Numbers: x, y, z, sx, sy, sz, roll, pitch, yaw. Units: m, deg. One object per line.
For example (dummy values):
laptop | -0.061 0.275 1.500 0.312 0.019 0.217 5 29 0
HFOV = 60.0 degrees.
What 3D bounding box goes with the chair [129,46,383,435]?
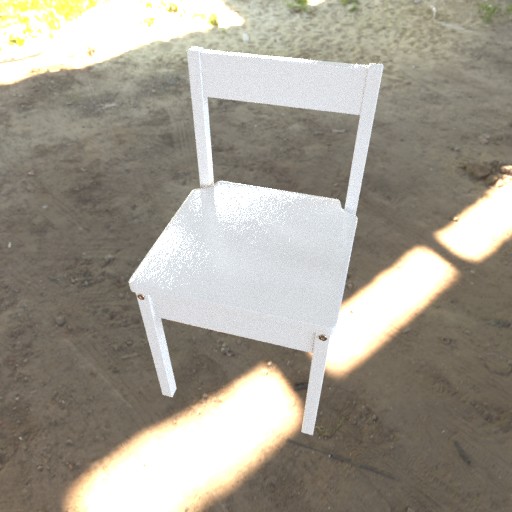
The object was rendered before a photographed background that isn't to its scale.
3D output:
chair | 0.000 0.000 0.895 0.367 0.668 0.361 11 43 12
